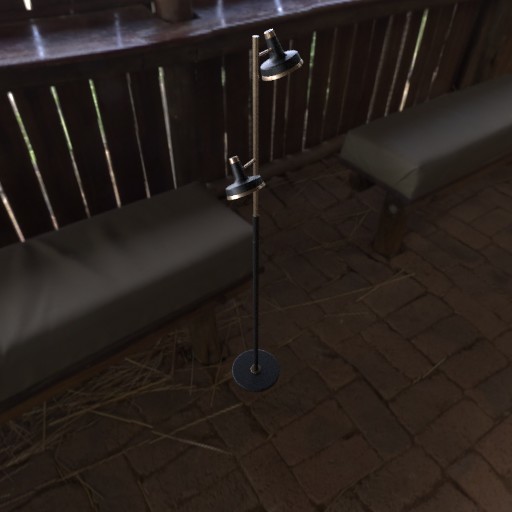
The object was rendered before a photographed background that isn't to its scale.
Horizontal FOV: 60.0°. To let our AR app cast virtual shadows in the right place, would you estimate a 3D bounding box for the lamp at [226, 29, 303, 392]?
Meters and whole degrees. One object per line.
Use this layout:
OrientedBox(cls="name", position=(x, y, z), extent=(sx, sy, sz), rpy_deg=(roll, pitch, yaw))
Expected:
OrientedBox(cls="lamp", position=(0.000, 0.000, 1.812), extent=(0.253, 1.674, 0.351), rpy_deg=(25, 48, 25))
